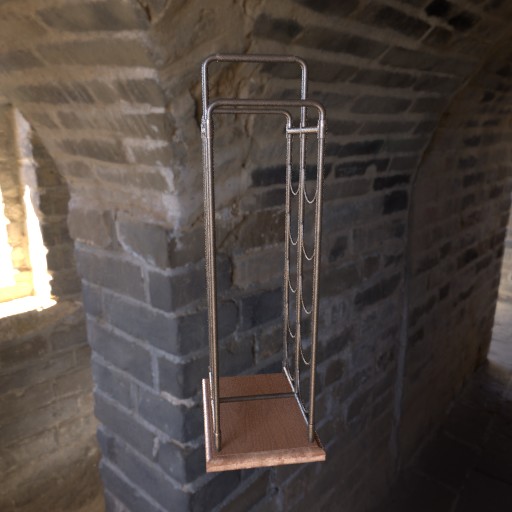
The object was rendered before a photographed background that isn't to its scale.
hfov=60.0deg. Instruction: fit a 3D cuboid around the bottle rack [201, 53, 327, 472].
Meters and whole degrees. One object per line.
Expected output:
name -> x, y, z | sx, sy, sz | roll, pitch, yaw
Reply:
bottle rack -> 0.000, 0.000, 0.809 | 0.208, 0.680, 0.276 | -2, 15, -8
